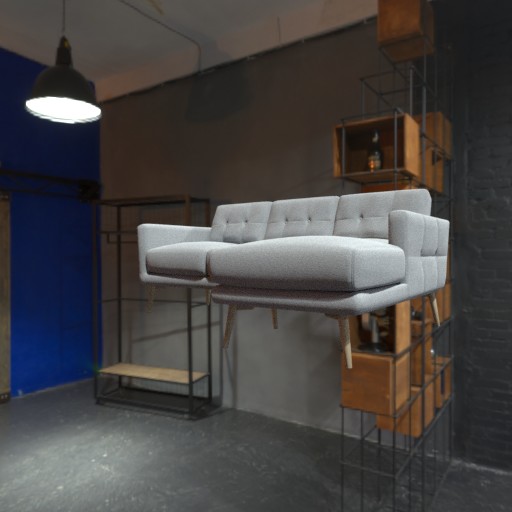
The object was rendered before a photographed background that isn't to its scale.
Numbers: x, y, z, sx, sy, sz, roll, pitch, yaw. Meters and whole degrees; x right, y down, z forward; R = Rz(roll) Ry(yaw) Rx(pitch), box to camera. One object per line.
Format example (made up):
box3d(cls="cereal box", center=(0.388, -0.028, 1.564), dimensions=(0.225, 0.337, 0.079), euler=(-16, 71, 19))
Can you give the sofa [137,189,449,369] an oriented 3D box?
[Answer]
box3d(cls="sofa", center=(0.000, 0.000, 2.829), dimensions=(2.040, 0.860, 1.530), euler=(0, 1, 36))
